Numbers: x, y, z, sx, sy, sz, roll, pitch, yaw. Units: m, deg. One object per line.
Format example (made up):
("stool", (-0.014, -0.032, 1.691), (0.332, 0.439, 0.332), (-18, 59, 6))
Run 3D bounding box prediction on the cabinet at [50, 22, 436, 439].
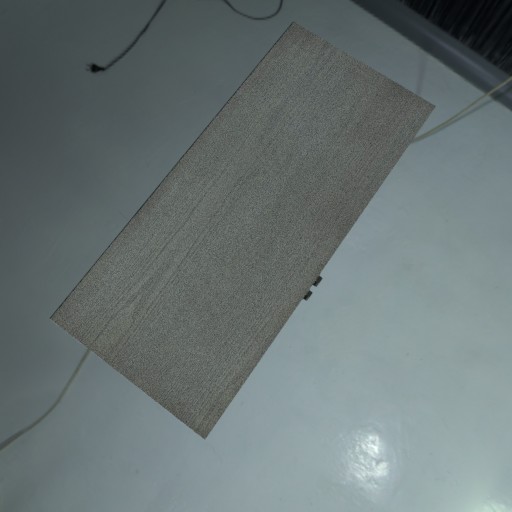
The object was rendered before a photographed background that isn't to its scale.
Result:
("cabinet", (0.000, 0.000, 1.234), (0.370, 0.787, 0.781), (35, 79, 8))
